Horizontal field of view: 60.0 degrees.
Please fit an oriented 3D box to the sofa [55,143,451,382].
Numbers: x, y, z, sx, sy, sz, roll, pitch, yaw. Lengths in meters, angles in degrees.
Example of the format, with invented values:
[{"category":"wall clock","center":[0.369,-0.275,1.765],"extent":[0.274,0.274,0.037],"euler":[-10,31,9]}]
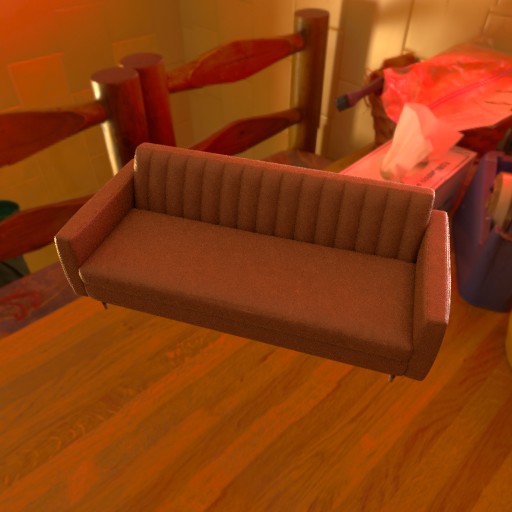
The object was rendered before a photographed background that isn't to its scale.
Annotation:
[{"category":"sofa","center":[0.000,0.000,2.848],"extent":[2.291,0.821,0.990],"euler":[12,44,13]}]
